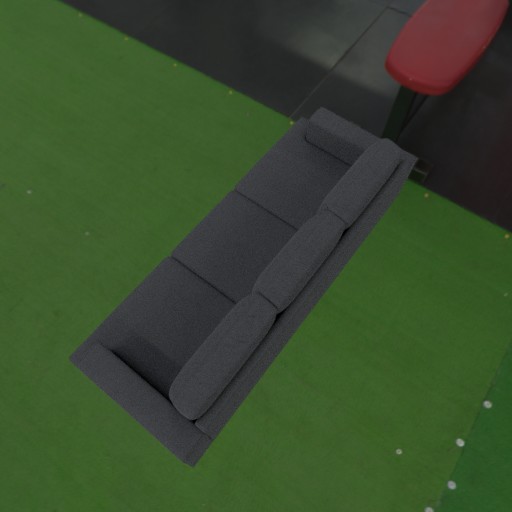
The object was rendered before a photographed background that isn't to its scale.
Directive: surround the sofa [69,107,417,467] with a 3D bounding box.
[{"bbox_3d":[0.000,0.000,2.764,0.920,0.810,2.310,34,68,16],"label":"sofa"}]
